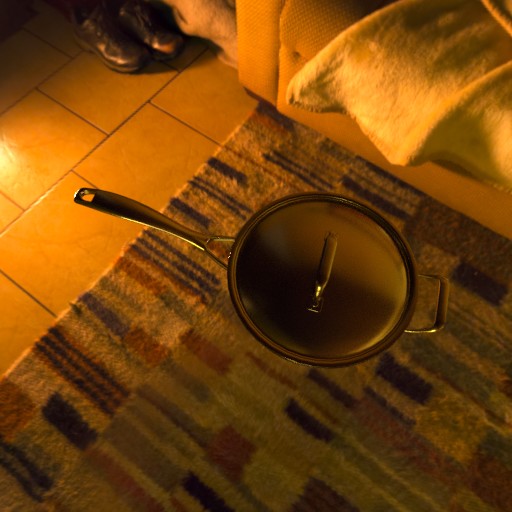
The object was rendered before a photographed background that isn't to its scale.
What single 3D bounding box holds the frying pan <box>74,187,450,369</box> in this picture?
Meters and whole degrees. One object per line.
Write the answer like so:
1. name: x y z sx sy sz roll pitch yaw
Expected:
1. frying pan: 0.000 0.000 0.666 0.561 0.114 0.280 15 65 7
